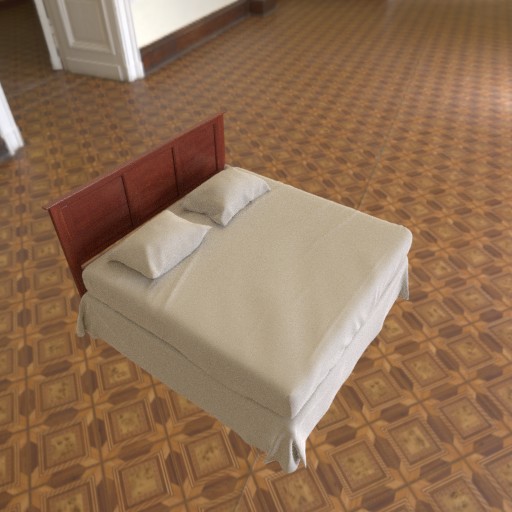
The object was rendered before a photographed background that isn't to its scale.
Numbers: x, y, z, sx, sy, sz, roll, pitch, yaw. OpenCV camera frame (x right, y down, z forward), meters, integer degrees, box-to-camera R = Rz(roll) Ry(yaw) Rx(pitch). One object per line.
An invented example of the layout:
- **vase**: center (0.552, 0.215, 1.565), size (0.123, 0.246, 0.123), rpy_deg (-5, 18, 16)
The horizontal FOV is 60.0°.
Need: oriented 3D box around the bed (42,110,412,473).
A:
- **bed**: center (0.000, 0.000, 3.648), size (2.219, 1.271, 2.314), rpy_deg (25, 47, 26)
